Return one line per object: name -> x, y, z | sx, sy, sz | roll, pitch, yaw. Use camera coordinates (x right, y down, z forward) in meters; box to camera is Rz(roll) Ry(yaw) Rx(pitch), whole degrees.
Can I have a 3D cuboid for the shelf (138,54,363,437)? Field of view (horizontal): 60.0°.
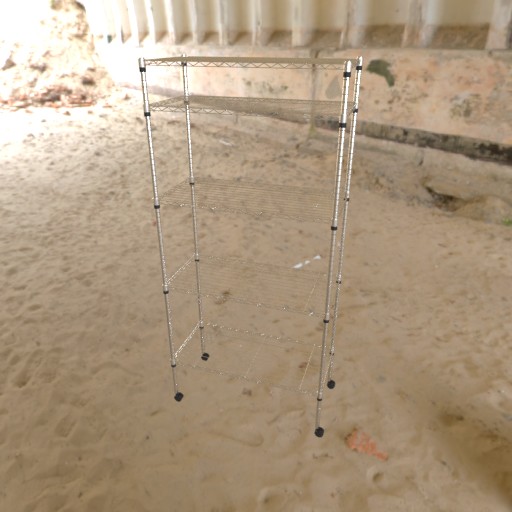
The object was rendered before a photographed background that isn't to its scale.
shelf -> 0.000, 0.000, 1.939 | 0.762, 1.587, 0.356 | 8, 28, 16
